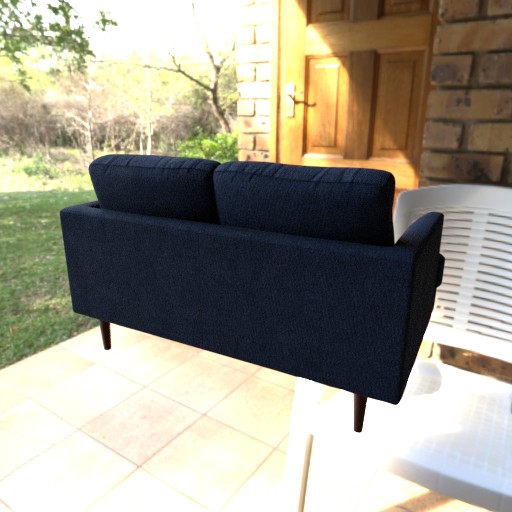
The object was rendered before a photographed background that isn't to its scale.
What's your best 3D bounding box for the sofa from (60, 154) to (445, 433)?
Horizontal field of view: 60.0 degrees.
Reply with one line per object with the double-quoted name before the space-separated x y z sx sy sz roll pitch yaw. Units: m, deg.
"sofa" 0.000 0.000 2.088 1.582 0.944 0.903 9 20 27
